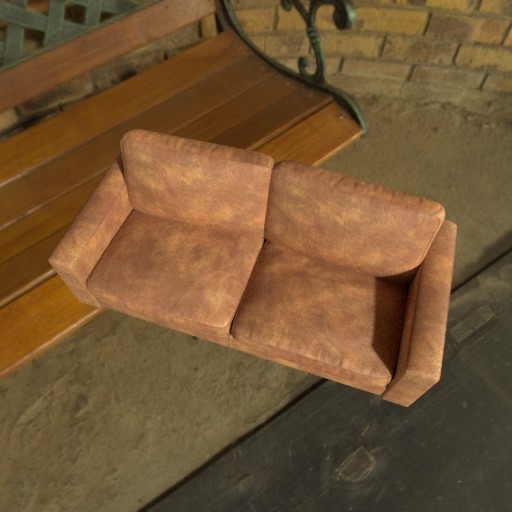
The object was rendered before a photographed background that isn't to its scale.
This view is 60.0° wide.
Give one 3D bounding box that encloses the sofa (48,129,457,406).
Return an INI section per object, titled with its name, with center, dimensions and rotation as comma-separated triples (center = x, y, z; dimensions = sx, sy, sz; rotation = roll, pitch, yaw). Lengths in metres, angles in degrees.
[sofa]
center = 0.000, 0.000, 2.643
dimensions = 2.179, 0.873, 1.016
rotation = 16, 59, 10
